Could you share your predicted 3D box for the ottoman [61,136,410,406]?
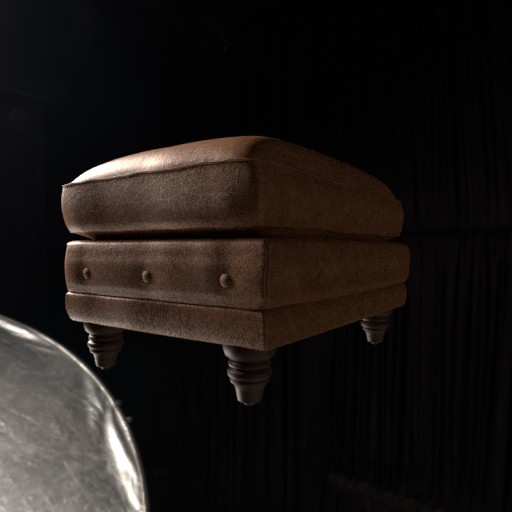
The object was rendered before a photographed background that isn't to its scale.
[{"bbox_3d":[0.000,0.000,1.072,0.533,0.480,0.710,1,1,35],"label":"ottoman"}]
